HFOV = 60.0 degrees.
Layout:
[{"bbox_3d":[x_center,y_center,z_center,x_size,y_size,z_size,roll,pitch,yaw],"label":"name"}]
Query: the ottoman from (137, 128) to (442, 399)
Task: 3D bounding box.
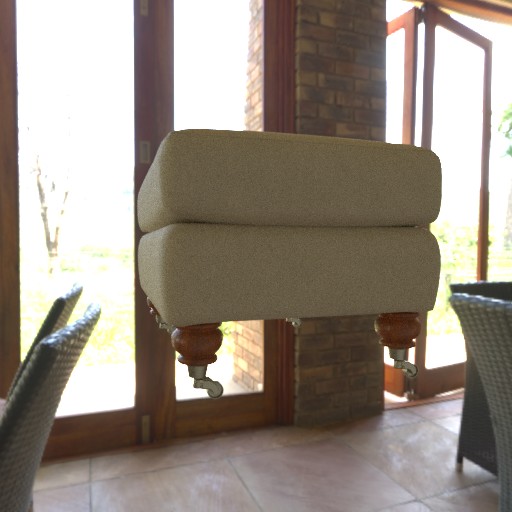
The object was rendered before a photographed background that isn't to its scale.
[{"bbox_3d":[0.000,0.000,1.152,0.569,0.504,0.773,0,1,-18],"label":"ottoman"}]
